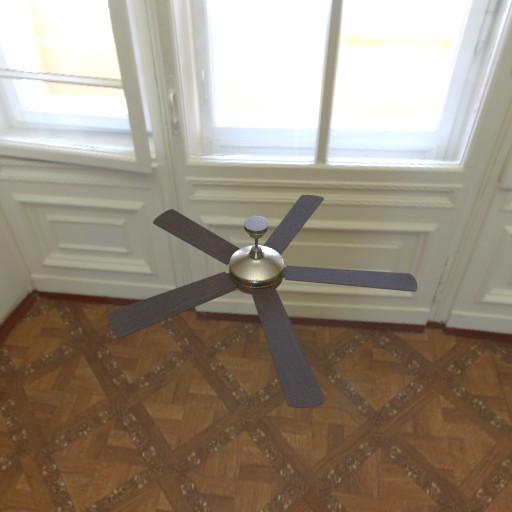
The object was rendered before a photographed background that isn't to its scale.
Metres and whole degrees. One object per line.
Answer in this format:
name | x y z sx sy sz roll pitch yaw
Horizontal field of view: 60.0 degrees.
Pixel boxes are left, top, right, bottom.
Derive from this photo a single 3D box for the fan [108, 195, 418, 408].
fan | 0.000 0.000 1.952 1.321 0.356 1.321 -28 47 -29
